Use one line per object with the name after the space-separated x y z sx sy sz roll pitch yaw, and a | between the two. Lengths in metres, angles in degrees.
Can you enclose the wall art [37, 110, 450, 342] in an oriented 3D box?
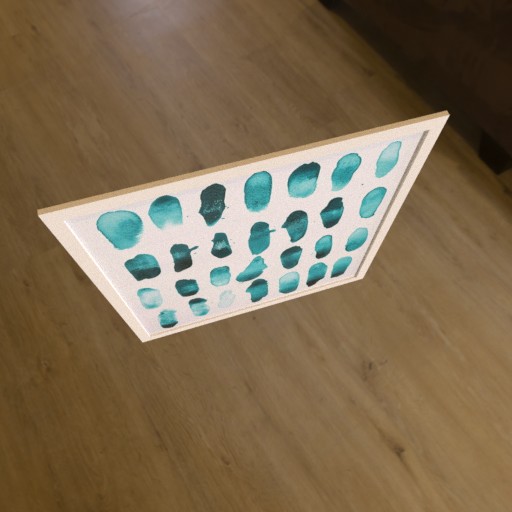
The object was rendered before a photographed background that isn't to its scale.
0.000 0.000 0.828 0.558 0.559 0.009 -15 64 -8 | wall art
